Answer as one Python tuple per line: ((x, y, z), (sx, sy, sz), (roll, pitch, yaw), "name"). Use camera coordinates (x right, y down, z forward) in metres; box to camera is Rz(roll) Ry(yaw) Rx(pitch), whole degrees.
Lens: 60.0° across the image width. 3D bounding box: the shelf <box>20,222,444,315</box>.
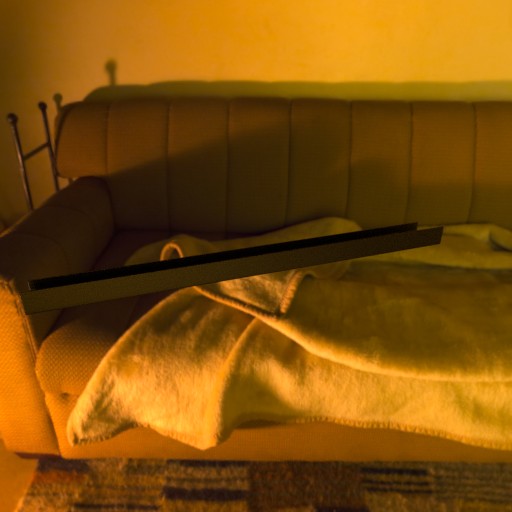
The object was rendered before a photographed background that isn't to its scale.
((0.000, 0.000, 0.975), (0.924, 0.049, 0.092), (-9, 28, -17), "shelf")
